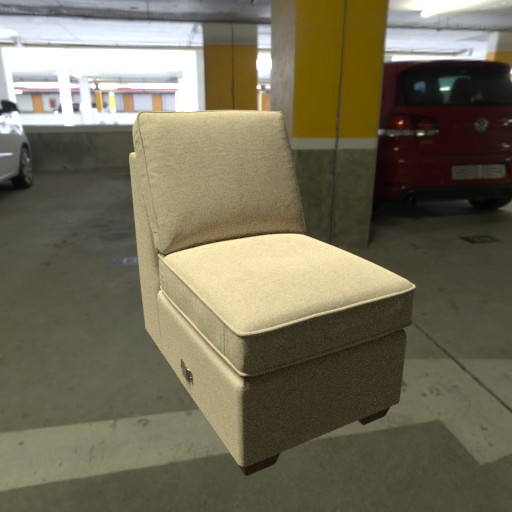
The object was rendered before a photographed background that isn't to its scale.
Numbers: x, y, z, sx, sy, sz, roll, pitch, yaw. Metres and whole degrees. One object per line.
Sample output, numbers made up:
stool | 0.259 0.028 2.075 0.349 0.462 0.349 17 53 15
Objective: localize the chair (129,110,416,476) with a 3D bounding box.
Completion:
chair | 0.000 0.000 1.553 0.621 0.970 0.938 -10 21 -27
